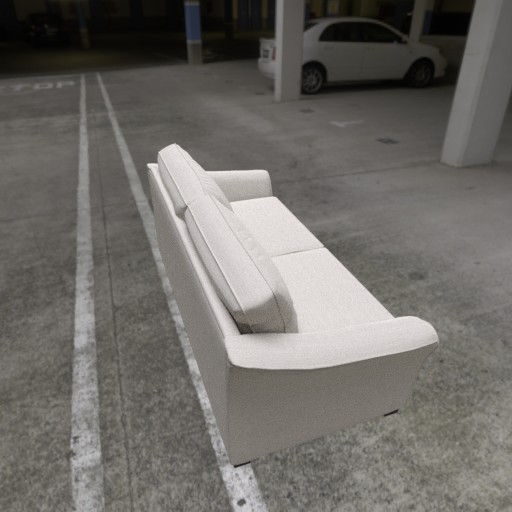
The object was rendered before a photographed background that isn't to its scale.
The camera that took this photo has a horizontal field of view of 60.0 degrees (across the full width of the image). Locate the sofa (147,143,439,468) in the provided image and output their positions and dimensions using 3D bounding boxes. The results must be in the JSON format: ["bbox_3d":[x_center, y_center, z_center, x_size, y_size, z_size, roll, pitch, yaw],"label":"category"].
[{"bbox_3d":[0.000,0.000,2.744,0.980,0.965,2.270,-10,33,-17],"label":"sofa"}]
